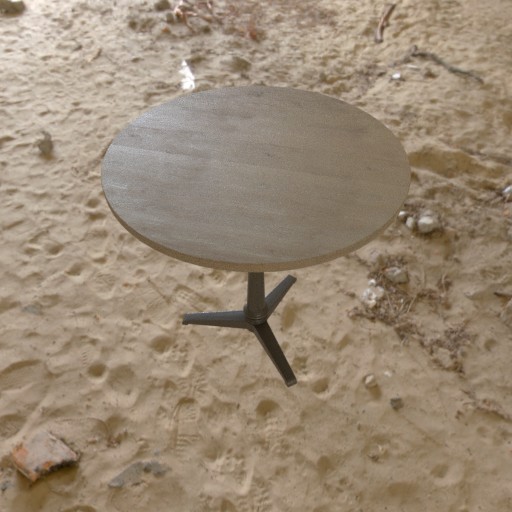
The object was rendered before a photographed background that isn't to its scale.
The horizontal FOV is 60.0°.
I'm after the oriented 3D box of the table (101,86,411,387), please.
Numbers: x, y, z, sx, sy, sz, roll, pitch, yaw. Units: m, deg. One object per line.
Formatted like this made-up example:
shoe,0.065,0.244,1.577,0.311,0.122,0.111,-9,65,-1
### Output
table,0.000,0.000,1.455,0.800,0.780,0.800,0,46,0
